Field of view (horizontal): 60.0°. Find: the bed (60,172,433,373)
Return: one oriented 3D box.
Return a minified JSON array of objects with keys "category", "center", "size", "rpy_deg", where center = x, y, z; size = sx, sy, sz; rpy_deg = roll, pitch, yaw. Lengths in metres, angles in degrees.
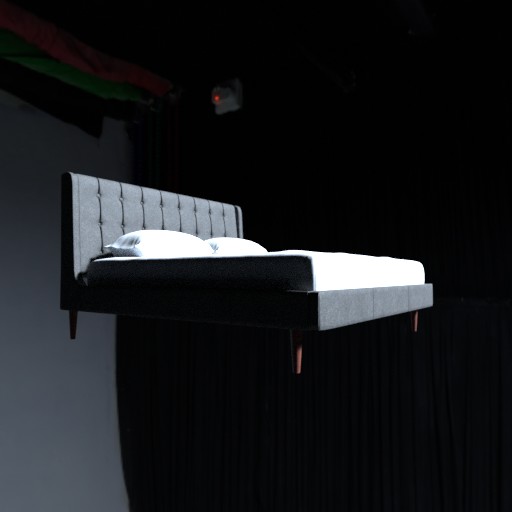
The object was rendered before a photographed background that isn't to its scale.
[{"category":"bed","center":[0.000,0.000,2.640],"size":[1.638,0.933,1.531],"rpy_deg":[-2,-3,36]}]
